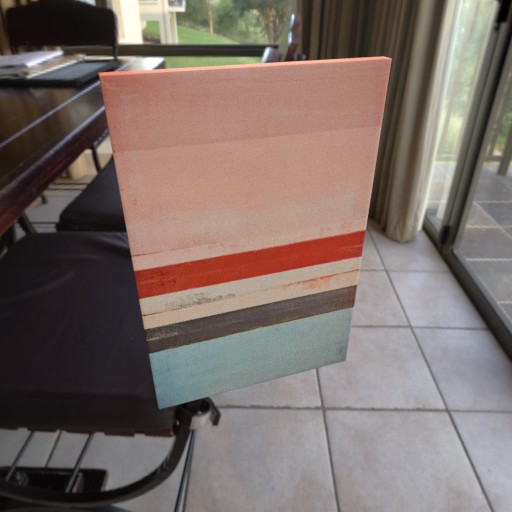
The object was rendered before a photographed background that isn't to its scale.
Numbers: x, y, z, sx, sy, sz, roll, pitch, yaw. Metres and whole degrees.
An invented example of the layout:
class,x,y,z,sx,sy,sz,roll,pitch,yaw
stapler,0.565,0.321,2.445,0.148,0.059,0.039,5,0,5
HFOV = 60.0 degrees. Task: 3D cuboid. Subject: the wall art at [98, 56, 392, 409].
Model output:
class,x,y,z,sx,sy,sz,roll,pitch,yaw
wall art,0.000,0.000,1.141,0.610,0.914,0.038,-10,34,-16
